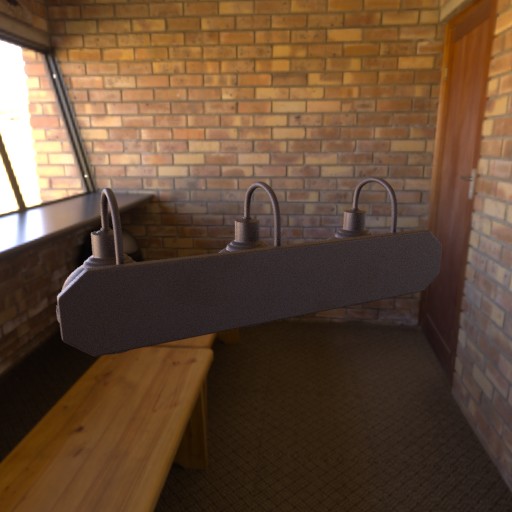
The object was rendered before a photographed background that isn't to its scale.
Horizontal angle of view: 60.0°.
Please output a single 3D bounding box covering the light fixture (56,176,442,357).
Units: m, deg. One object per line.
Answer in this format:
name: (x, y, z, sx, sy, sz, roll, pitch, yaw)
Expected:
light fixture: (0.000, 0.000, 0.757, 0.634, 0.254, 0.229, -7, 16, -26)
